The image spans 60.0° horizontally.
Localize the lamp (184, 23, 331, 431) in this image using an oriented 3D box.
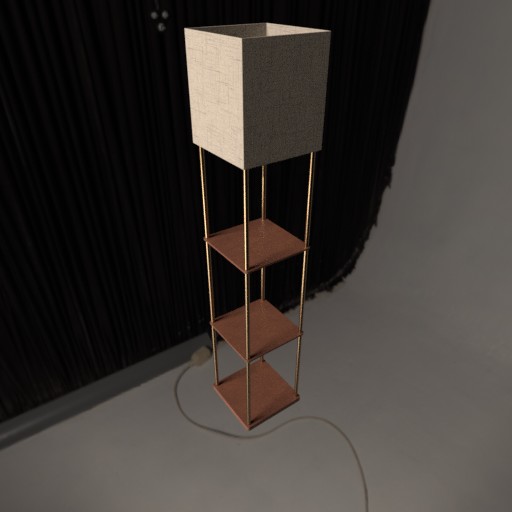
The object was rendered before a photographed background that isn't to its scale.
[{"bbox_3d":[0.000,0.000,1.717,0.308,1.569,0.310,-21,38,-29],"label":"lamp"}]
